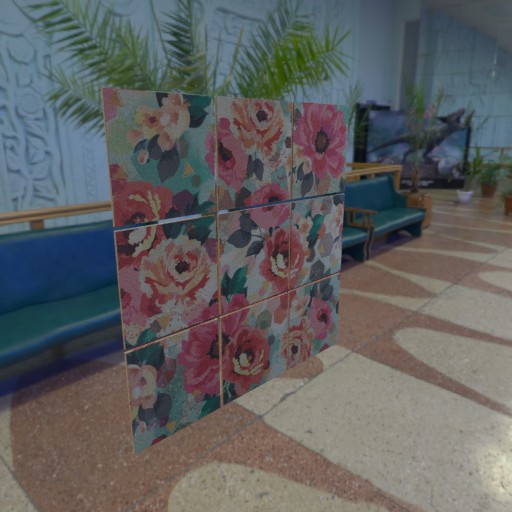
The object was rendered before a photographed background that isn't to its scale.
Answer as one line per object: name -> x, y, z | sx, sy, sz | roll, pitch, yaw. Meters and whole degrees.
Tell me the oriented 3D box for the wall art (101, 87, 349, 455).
wall art -> 0.000, 0.000, 2.268 | 1.521, 1.519, 0.013 | -15, 22, -43
